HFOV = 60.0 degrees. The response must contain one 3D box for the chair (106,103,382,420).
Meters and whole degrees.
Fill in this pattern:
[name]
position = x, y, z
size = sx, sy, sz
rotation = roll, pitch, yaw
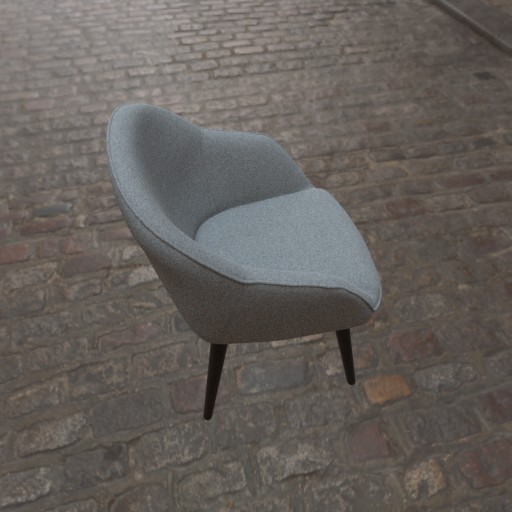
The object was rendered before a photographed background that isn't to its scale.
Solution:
[chair]
position = 0.000, 0.000, 1.206
size = 0.611, 0.810, 0.589
rotation = -10, 48, -10
